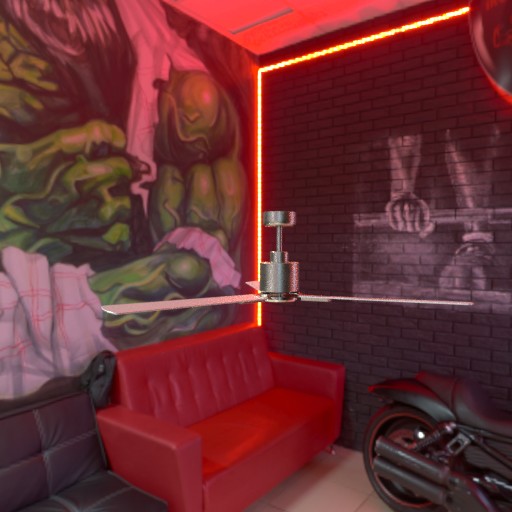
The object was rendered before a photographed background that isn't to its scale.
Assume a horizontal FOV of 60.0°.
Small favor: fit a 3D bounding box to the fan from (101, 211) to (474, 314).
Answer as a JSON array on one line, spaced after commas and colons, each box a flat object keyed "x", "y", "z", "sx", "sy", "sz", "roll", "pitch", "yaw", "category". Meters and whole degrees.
[{"x": 0.000, "y": 0.000, "z": 2.345, "sx": 1.561, "sy": 0.446, "sz": 1.531, "roll": 0, "pitch": 1, "yaw": -20, "category": "fan"}]
